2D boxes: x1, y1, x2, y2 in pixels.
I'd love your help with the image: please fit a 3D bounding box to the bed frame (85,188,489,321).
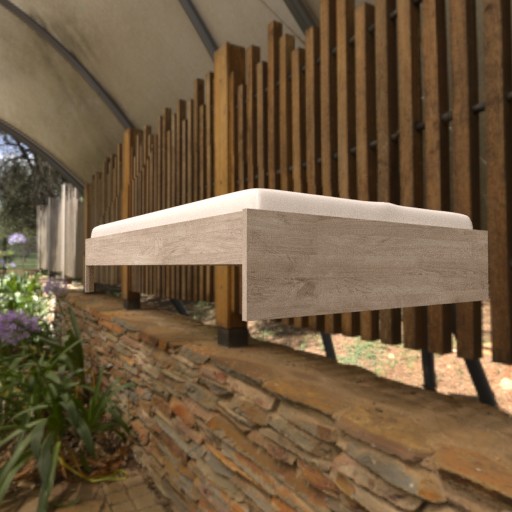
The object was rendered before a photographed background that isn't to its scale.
[{"bbox_3d":[0.000,0.000,2.598,1.490,0.462,1.950,1,-2,-36],"label":"bed frame"}]
